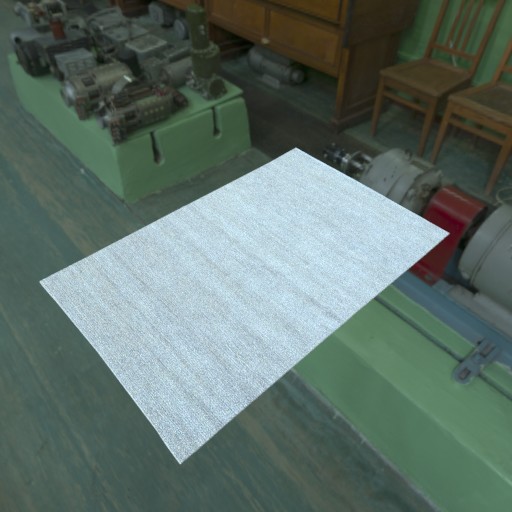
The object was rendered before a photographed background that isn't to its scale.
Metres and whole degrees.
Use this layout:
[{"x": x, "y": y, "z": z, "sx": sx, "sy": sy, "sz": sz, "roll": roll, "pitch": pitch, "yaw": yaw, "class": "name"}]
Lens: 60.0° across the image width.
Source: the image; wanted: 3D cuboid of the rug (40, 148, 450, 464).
[{"x": 0.000, "y": 0.000, "z": 2.309, "sx": 1.820, "sy": 0.022, "sz": 1.179, "roll": -33, "pitch": 54, "yaw": -28, "class": "rug"}]
